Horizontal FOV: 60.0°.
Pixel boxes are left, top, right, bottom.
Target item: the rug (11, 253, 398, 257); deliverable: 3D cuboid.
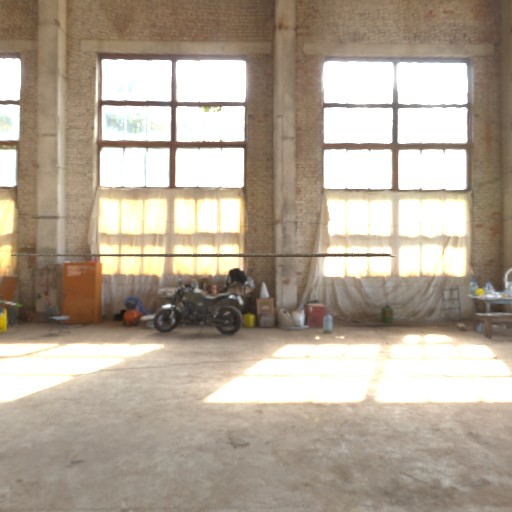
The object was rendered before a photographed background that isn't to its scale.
[{"bbox_3d":[0.000,0.000,3.915,2.363,0.012,2.980,0,0,18],"label":"rug"}]
